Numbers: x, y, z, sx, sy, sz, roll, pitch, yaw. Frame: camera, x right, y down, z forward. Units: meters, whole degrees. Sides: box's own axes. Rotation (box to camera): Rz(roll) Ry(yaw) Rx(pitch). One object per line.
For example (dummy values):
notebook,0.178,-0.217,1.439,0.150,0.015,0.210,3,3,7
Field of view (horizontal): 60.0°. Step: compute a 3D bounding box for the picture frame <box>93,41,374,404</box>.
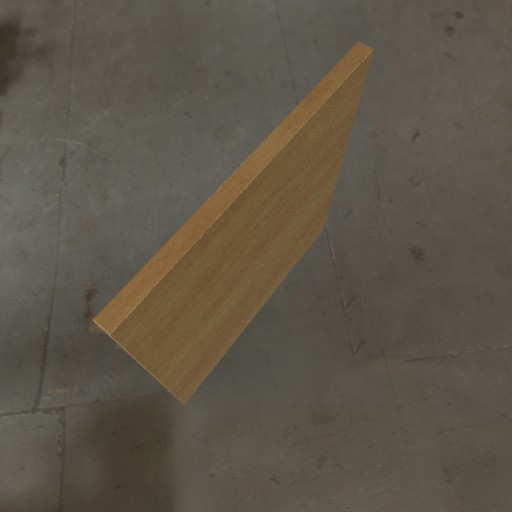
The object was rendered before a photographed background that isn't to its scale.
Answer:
picture frame,0.000,0.000,1.130,0.037,0.761,0.758,34,69,15
